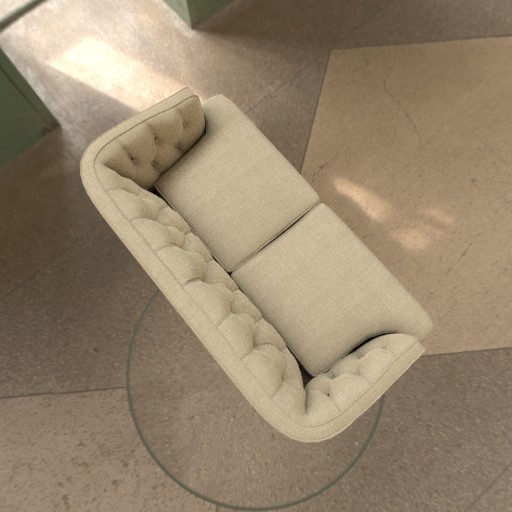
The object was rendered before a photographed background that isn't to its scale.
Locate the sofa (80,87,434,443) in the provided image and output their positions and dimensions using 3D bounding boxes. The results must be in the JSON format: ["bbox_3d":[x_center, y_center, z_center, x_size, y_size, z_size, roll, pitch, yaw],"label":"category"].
[{"bbox_3d":[0.000,0.000,2.303,0.941,0.855,1.733,-39,79,-9],"label":"sofa"}]
